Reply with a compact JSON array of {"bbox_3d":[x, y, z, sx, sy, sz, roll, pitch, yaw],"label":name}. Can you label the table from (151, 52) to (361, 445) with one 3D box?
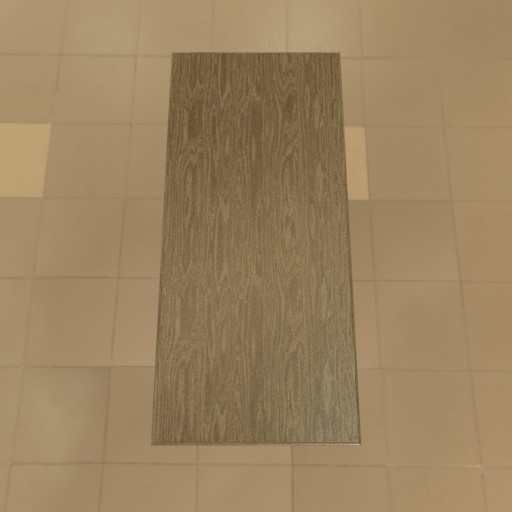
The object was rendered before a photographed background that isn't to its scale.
[{"bbox_3d":[0.000,0.000,1.787,0.599,0.780,1.300,0,76,0],"label":"table"}]
